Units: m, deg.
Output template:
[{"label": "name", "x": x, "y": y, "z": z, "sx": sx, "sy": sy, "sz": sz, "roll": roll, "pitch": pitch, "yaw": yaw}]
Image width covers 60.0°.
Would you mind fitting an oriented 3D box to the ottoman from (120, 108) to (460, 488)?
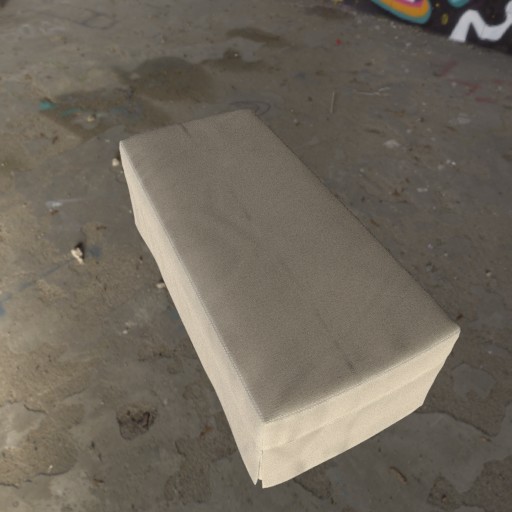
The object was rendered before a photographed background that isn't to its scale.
[{"label": "ottoman", "x": 0.000, "y": 0.000, "z": 1.671, "sx": 0.665, "sy": 0.457, "sz": 1.388, "roll": -20, "pitch": 50, "yaw": -18}]
